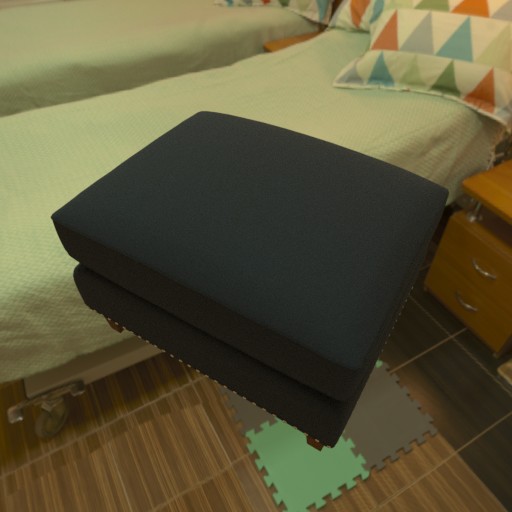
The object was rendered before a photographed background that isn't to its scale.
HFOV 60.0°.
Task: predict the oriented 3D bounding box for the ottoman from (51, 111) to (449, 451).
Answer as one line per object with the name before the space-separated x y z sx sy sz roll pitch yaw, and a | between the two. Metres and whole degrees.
ottoman | 0.000 0.000 1.134 0.741 0.513 0.584 24 50 21
